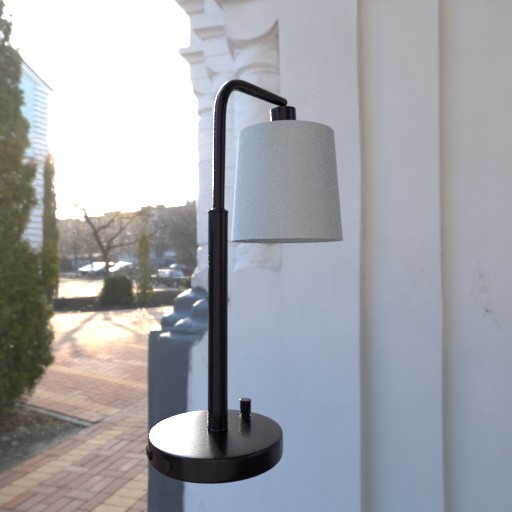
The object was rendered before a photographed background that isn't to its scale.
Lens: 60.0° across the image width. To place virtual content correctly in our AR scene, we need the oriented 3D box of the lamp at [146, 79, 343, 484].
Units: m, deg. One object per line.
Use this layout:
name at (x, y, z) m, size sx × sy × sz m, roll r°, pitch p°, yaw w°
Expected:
lamp at (0.000, 0.000, 0.621) m, size 0.171 × 0.489 × 0.333 m, roll -1°, pitch -2°, yaw 36°
